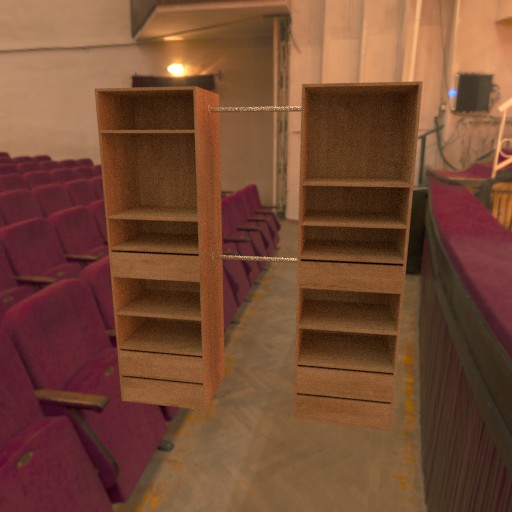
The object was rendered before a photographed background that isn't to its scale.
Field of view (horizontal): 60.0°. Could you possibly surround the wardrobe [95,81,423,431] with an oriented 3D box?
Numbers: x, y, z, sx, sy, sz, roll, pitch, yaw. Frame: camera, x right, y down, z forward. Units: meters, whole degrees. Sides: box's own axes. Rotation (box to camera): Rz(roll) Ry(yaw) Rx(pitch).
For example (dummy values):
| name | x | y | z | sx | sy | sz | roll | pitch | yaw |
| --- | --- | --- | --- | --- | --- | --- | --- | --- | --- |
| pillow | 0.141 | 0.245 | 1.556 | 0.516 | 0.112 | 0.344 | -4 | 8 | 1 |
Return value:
| name | x | y | z | sx | sy | sz | roll | pitch | yaw |
| --- | --- | --- | --- | --- | --- | --- | --- | --- | --- |
| wardrobe | 0.000 | 0.000 | 2.836 | 1.770 | 2.000 | 0.480 | 3 | 15 | 10 |
